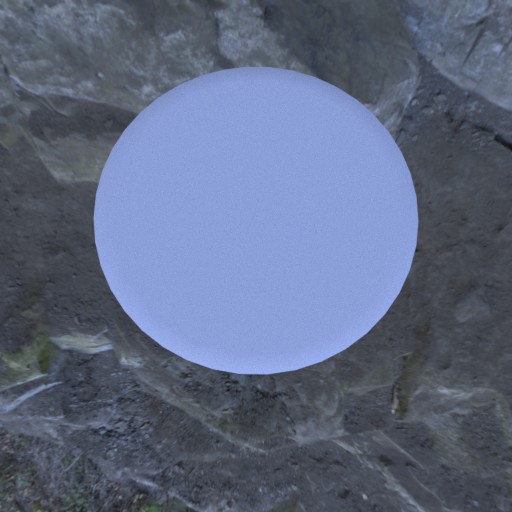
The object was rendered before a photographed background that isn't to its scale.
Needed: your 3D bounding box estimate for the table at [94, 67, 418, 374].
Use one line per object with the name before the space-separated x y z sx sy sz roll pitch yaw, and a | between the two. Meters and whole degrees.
table | 0.000 0.000 1.019 0.513 0.653 0.513 0 76 0
